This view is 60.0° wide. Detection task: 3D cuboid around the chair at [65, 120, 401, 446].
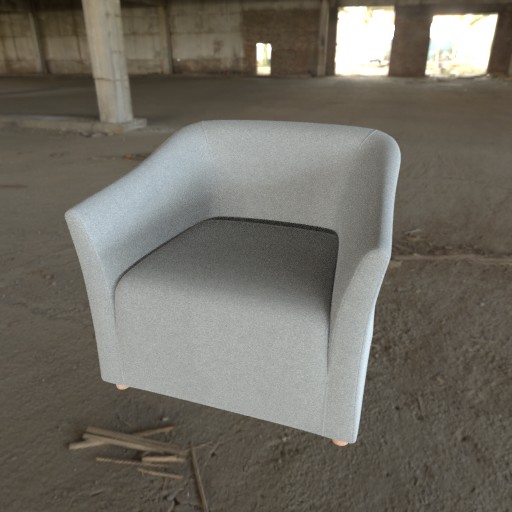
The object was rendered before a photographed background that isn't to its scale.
[{"bbox_3d":[0.000,0.000,1.370,0.790,0.720,0.700,8,26,17],"label":"chair"}]
